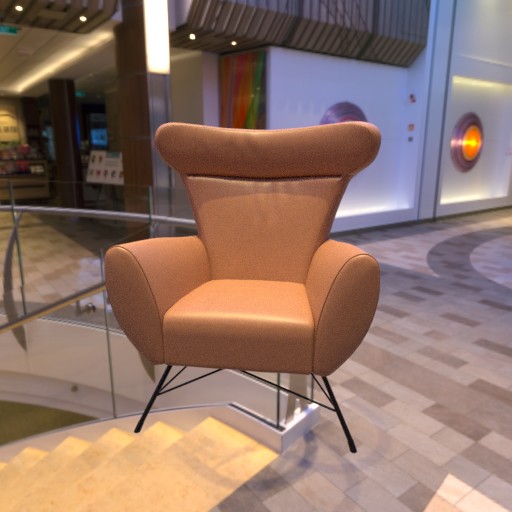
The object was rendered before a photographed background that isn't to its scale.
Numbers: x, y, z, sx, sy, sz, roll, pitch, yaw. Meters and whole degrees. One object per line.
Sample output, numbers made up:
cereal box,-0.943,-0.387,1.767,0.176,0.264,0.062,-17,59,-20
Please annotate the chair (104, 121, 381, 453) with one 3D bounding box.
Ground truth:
chair,0.000,0.000,1.769,0.980,1.050,0.900,2,14,8
